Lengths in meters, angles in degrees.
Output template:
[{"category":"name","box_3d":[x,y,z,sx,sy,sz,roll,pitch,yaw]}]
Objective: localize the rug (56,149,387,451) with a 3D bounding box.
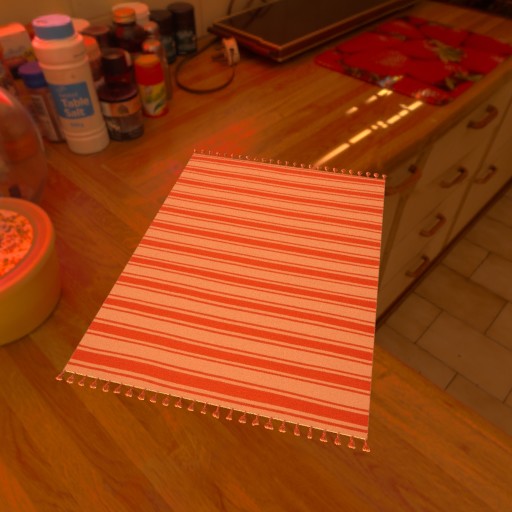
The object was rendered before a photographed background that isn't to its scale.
[{"category":"rug","box_3d":[0.000,0.000,4.436,2.451,0.035,3.369,10,47,9]}]
